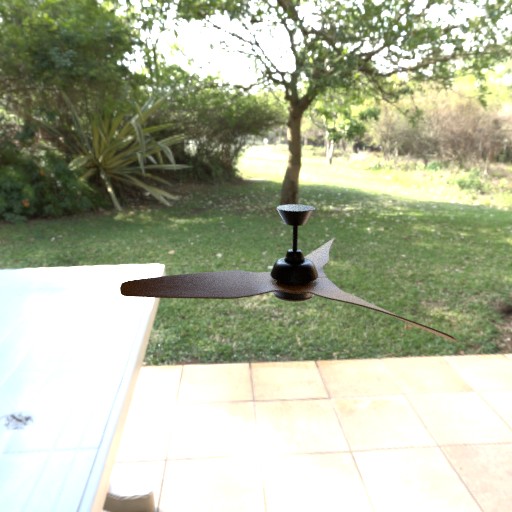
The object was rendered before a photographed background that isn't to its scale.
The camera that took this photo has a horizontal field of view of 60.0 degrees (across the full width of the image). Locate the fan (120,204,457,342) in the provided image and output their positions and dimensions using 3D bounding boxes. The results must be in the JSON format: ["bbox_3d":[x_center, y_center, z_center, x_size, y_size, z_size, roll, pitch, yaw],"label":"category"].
[{"bbox_3d":[0.000,0.000,1.665,1.010,0.355,1.142,-3,16,-10],"label":"fan"}]
